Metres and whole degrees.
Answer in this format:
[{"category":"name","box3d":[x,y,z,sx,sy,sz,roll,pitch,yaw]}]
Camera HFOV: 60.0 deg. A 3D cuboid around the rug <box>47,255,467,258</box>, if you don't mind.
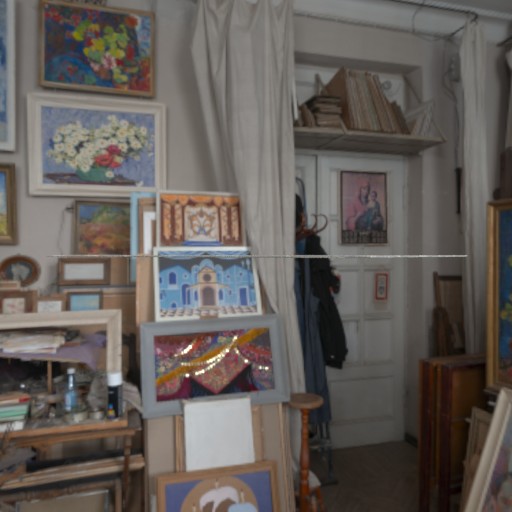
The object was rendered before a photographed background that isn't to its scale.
[{"category":"rug","box3d":[0.000,0.000,4.367,3.353,0.013,2.438,0,0,37]}]
